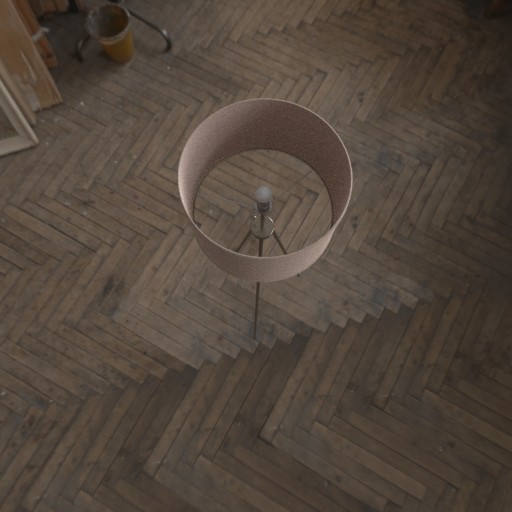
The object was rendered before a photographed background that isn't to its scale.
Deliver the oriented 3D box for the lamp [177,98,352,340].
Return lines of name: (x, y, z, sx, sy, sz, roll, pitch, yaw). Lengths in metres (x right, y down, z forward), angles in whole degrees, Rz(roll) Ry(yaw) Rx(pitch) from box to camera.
lamp: (0.000, 0.000, 1.776, 0.460, 1.545, 0.449, 35, 77, 9)
